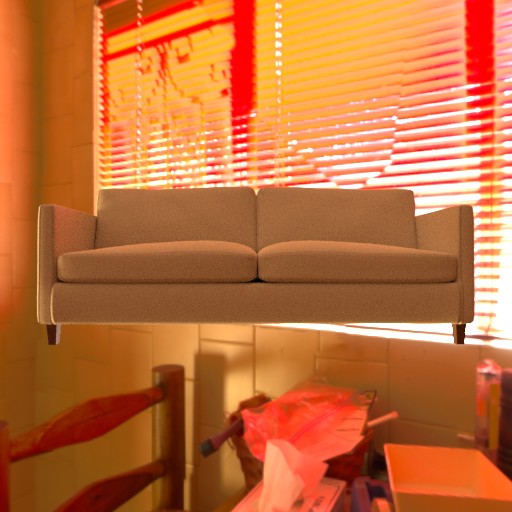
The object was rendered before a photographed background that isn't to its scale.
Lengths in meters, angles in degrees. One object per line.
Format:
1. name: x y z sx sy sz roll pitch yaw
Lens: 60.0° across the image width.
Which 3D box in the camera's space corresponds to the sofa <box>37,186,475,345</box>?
1. sofa: 0.000 0.000 2.813 2.361 0.962 0.951 0 0 0
